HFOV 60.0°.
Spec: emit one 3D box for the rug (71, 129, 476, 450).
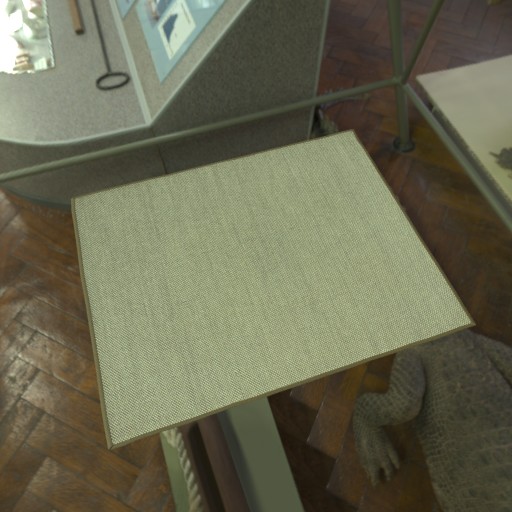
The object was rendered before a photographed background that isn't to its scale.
[{"bbox_3d":[0.000,0.000,3.984,3.041,0.020,2.413,-16,60,-10],"label":"rug"}]
